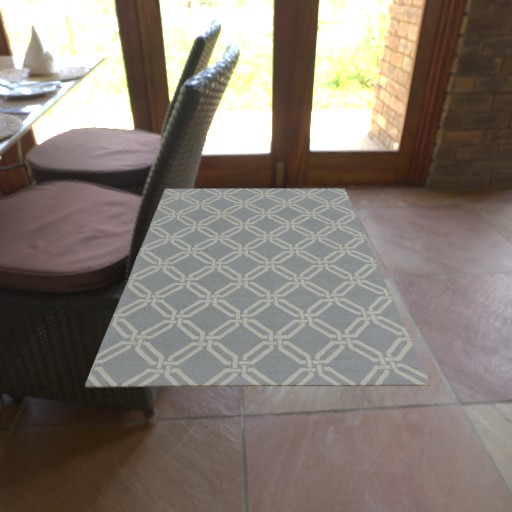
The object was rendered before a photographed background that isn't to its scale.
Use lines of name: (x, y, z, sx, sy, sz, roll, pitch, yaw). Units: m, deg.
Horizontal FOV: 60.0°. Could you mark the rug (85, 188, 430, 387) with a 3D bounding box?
rug: (0.000, 0.000, 2.845, 1.522, 0.013, 2.133, 0, 32, 0)
